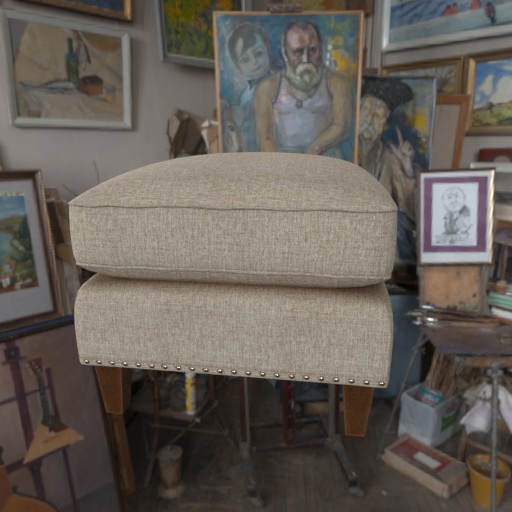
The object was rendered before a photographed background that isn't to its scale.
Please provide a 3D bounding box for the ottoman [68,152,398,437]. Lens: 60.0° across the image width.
[{"bbox_3d":[0.000,0.000,1.124,0.584,0.513,0.741,2,14,8],"label":"ottoman"}]
